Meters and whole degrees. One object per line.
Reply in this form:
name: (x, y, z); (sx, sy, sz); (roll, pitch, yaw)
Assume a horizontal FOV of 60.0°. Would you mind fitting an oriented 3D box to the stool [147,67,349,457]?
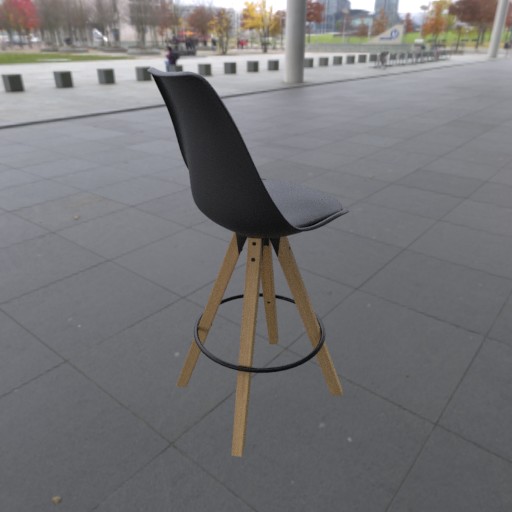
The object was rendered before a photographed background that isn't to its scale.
stool: (0.000, 0.000, 1.411); (0.550, 1.115, 0.485); (-18, 31, -32)
